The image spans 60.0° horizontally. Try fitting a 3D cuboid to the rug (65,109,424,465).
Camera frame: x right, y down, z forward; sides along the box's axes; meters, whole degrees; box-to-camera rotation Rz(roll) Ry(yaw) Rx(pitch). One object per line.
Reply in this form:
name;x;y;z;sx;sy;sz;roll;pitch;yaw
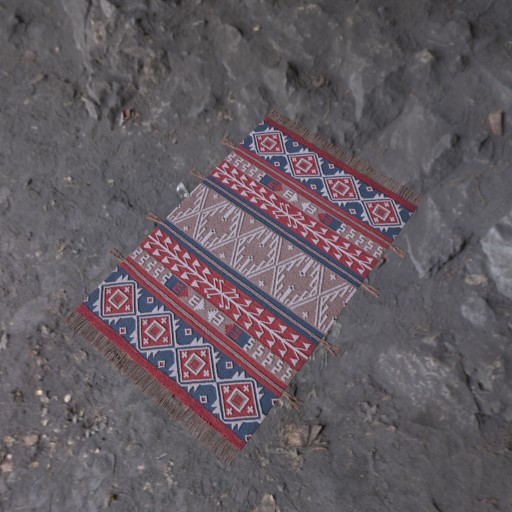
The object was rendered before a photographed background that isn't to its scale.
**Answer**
rug;0.000;0.000;2.704;1.469;0.040;2.025;35;70;15
